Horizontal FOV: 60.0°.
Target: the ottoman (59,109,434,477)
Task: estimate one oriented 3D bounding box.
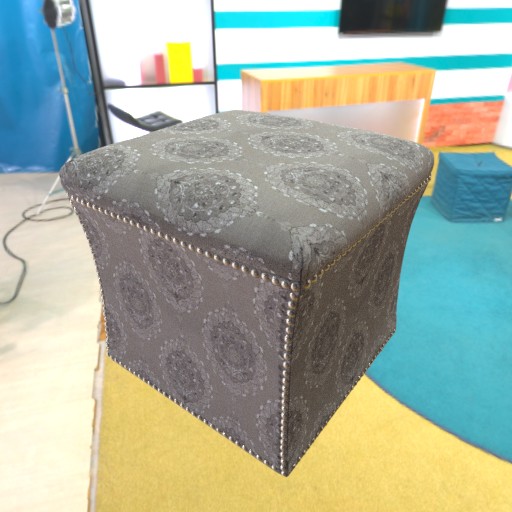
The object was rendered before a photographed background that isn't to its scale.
[{"bbox_3d":[0.000,0.000,0.889,0.507,0.473,0.497,21,37,31],"label":"ottoman"}]
